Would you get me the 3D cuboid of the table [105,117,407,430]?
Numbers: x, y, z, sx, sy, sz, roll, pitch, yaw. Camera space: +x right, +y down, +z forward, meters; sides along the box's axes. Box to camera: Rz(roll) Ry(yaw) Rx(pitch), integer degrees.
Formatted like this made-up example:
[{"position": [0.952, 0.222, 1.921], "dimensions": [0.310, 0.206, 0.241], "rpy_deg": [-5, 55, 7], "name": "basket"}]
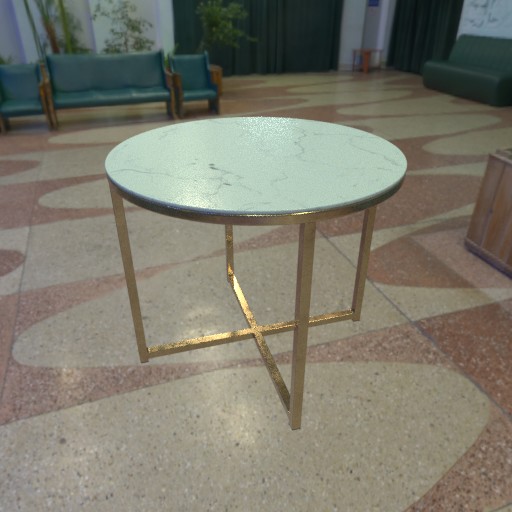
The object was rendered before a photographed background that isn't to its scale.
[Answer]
[{"position": [0.000, 0.000, 0.869], "dimensions": [0.500, 0.420, 0.500], "rpy_deg": [0, 30, 0], "name": "table"}]
